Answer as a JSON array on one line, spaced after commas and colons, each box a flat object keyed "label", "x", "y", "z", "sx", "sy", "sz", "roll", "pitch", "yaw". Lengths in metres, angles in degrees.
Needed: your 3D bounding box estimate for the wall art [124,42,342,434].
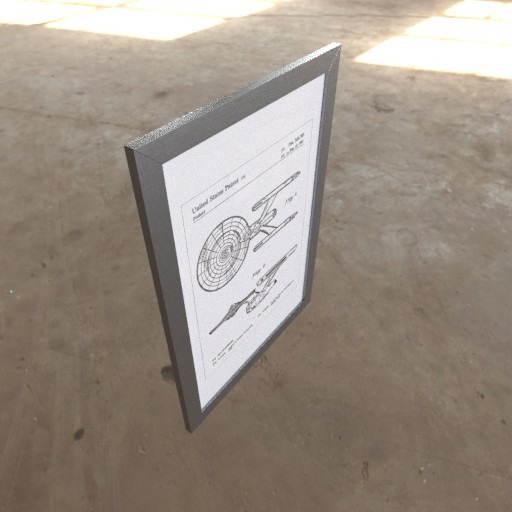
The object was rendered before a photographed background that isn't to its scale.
[{"label": "wall art", "x": 0.000, "y": 0.000, "z": 0.683, "sx": 0.013, "sy": 0.529, "sz": 0.376, "roll": 27, "pitch": 48, "yaw": 27}]
